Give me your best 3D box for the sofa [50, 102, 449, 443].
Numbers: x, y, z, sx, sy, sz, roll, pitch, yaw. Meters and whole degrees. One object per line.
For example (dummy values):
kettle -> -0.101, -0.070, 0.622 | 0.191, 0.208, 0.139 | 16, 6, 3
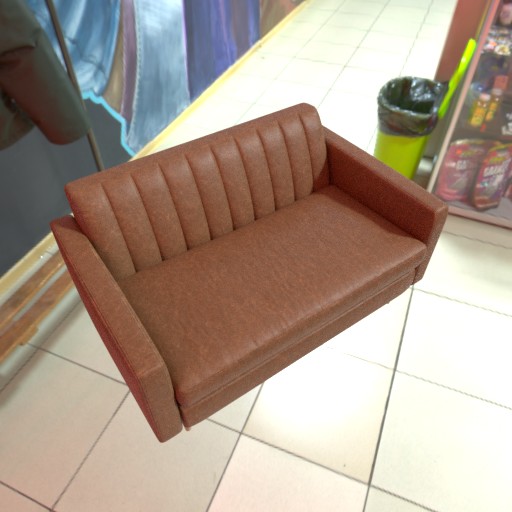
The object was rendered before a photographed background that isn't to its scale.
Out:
sofa -> 0.000, 0.000, 2.105 | 1.549, 0.820, 0.960 | -26, 51, -24
